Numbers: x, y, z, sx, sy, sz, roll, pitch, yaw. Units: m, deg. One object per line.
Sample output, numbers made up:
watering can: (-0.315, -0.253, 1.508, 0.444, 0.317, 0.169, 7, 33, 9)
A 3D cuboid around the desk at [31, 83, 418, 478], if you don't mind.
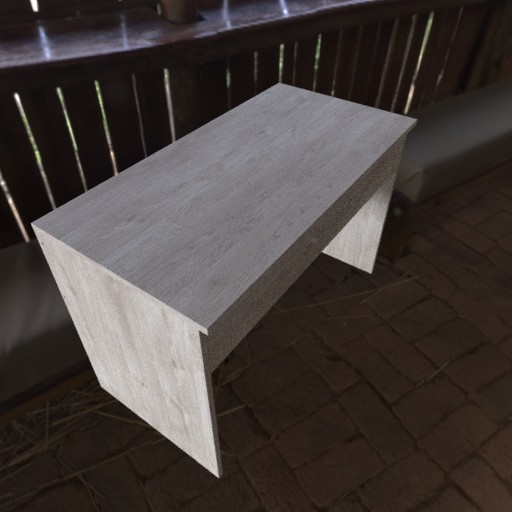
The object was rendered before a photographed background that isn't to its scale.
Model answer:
desk: (0.000, 0.000, 1.533, 0.560, 0.730, 1.100, 26, 48, 26)
